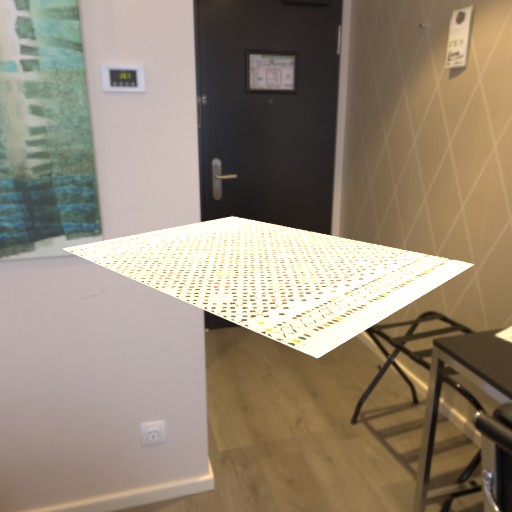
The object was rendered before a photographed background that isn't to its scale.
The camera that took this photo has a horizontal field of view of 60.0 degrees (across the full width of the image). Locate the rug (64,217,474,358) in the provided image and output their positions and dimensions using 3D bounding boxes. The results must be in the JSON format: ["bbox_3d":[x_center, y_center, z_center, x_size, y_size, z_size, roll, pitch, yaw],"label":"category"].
[{"bbox_3d":[0.000,0.000,2.073,1.556,0.006,1.146,15,22,42],"label":"rug"}]
